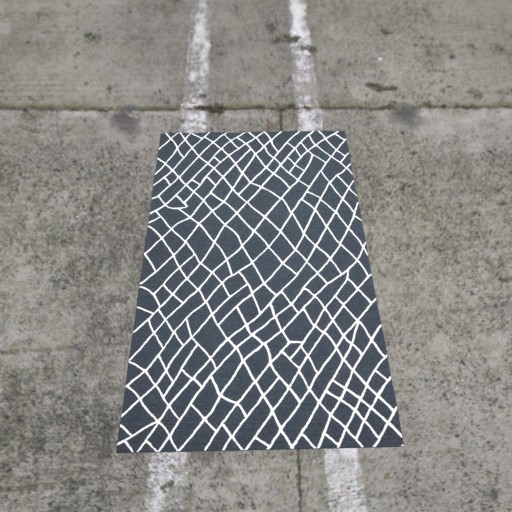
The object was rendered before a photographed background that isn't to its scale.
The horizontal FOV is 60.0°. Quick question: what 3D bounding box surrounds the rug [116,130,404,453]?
[{"bbox_3d":[0.000,0.000,3.009,1.529,0.017,2.448,-1,57,-1],"label":"rug"}]
